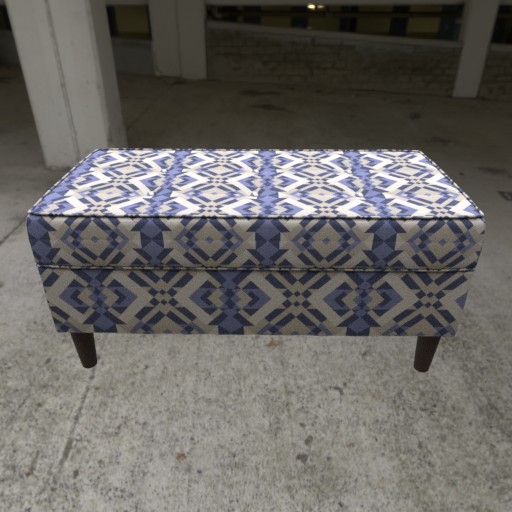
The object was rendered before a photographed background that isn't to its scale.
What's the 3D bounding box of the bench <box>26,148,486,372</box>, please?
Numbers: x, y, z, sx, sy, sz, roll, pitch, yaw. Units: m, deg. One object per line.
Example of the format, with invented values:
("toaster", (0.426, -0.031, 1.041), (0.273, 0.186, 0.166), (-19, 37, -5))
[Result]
("bench", (0.000, 0.000, 1.260), (1.016, 0.477, 0.492), (0, 31, 1))
